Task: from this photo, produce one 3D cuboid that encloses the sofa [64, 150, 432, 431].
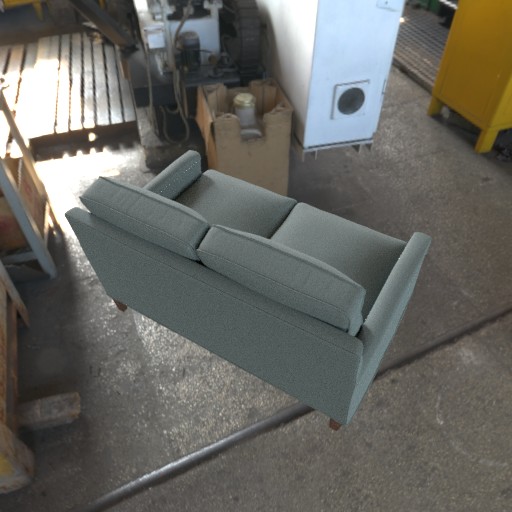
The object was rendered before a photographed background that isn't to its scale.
[{"bbox_3d":[0.000,0.000,2.394,1.597,1.003,1.084,24,50,21],"label":"sofa"}]
